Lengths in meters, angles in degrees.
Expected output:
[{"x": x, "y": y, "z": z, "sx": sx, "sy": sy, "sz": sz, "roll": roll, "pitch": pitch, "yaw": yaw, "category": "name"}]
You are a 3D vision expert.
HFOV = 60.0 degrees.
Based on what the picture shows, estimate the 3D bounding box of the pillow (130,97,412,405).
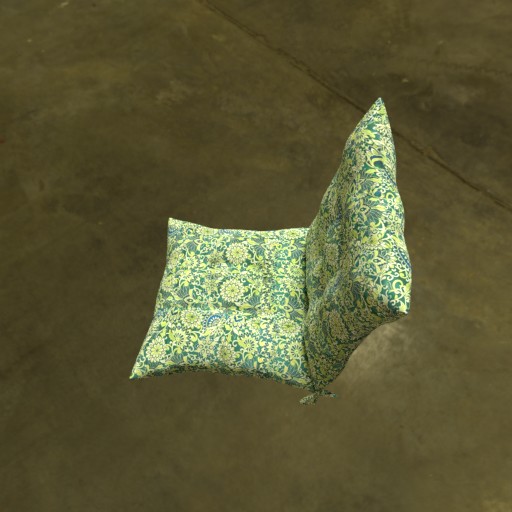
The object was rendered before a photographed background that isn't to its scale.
[{"x": 0.000, "y": 0.000, "z": 1.033, "sx": 0.585, "sy": 0.536, "sz": 0.541, "roll": 4, "pitch": 58, "yaw": 3, "category": "pillow"}]
